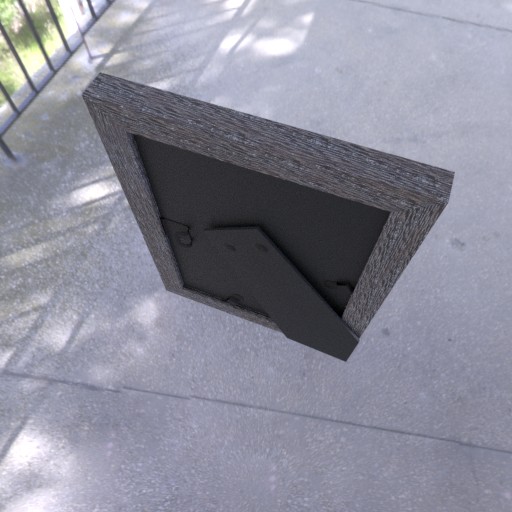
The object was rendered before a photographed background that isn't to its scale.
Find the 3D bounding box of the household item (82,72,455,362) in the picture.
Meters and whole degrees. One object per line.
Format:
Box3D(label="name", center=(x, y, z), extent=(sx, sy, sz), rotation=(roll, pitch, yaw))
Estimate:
Box3D(label="household item", center=(0.000, 0.000, 0.276), extent=(0.160, 0.210, 0.020), rotation=(19, 63, 10))
